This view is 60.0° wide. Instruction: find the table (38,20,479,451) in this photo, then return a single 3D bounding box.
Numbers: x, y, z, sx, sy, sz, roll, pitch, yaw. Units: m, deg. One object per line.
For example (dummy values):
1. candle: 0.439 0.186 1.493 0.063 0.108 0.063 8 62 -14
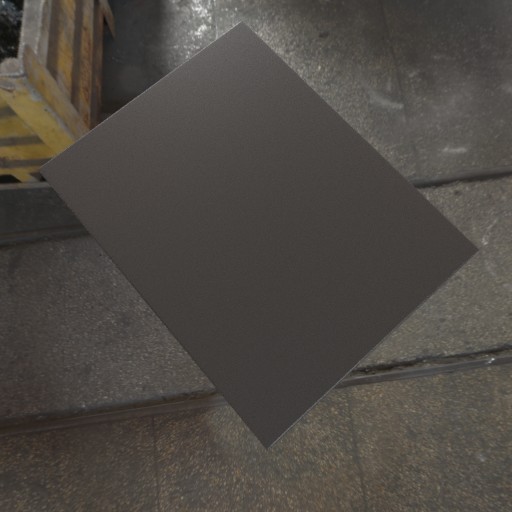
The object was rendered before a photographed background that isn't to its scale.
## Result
1. table: 0.000 0.000 1.014 0.451 0.646 0.564 -40 79 -9
